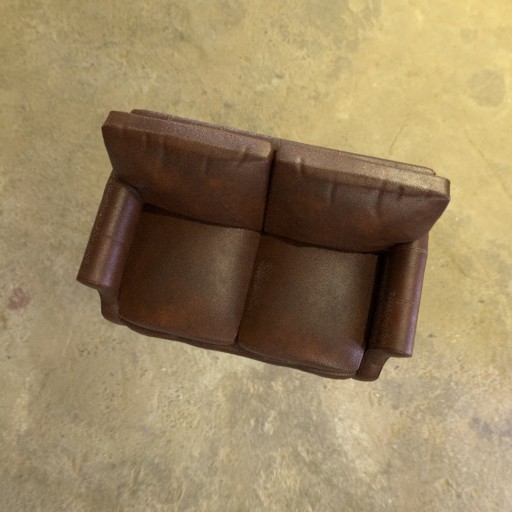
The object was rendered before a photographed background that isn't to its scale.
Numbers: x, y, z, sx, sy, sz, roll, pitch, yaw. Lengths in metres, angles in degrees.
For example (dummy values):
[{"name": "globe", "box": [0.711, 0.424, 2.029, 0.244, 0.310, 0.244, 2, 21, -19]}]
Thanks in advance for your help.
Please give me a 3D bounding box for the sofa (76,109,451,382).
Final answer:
[{"name": "sofa", "box": [0.000, 0.000, 2.223, 1.616, 0.976, 0.990, 12, 75, 3]}]
